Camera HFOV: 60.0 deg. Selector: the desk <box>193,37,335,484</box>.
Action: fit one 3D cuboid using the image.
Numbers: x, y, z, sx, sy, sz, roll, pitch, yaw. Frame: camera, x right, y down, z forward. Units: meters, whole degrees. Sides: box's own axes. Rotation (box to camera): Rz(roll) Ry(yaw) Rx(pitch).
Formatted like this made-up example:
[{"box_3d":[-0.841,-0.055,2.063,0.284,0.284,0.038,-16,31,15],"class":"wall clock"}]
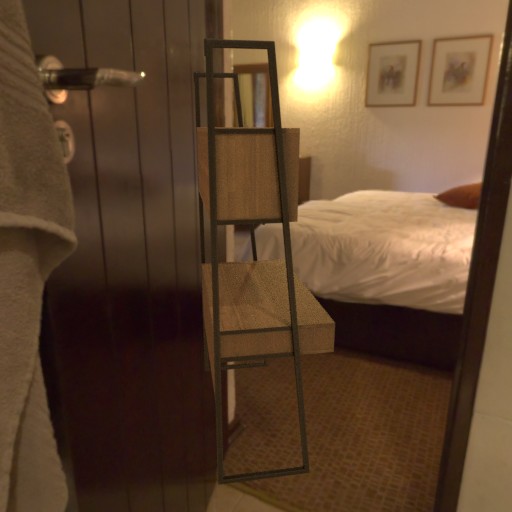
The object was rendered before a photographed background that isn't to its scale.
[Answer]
[{"box_3d":[0.000,0.000,2.217,0.515,1.809,0.982,-3,17,-9],"class":"desk"}]
